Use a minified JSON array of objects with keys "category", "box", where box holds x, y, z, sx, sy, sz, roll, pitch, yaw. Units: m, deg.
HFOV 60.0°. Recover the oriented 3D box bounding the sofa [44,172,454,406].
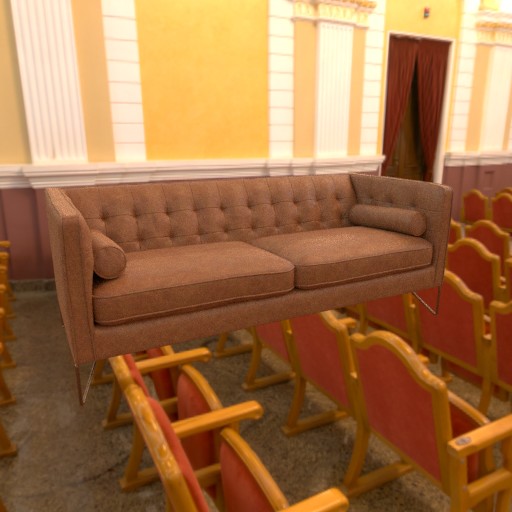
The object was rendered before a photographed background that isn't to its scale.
[{"category":"sofa","box":[0.000,0.000,2.509,2.079,0.798,0.912,-8,17,-26]}]
